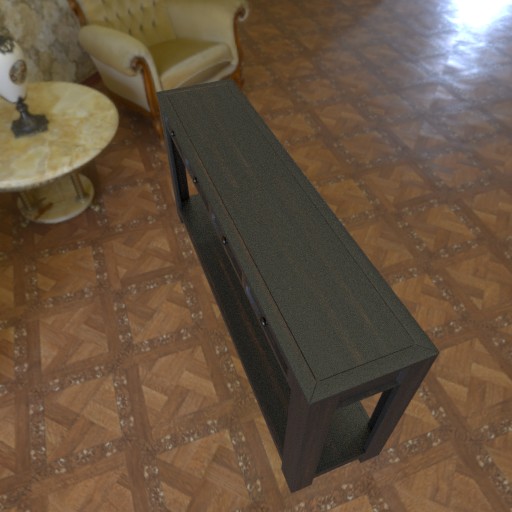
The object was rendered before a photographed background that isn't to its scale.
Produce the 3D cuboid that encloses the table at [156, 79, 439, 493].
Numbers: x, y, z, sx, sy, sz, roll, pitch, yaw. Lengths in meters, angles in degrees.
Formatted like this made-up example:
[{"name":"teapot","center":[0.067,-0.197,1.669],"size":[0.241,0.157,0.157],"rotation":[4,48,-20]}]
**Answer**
[{"name":"table","center":[0.000,0.000,1.888],"size":[0.384,0.762,1.631],"rotation":[-16,50,-14]}]
